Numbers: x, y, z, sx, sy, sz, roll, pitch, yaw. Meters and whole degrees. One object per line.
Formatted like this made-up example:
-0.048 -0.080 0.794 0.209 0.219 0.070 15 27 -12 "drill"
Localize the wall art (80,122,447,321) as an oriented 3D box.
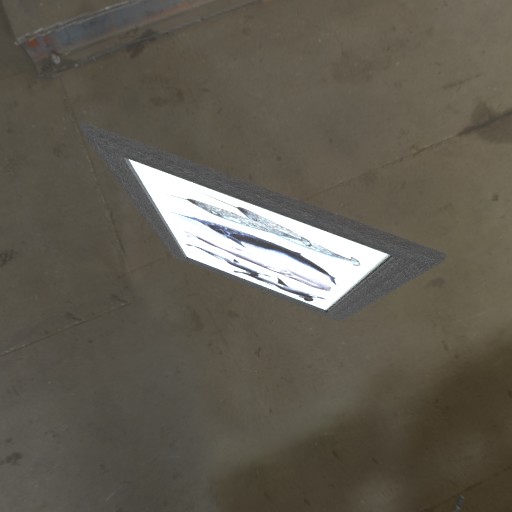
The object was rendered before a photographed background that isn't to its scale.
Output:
0.000 0.000 1.460 0.810 1.116 0.016 21 76 5 "wall art"
